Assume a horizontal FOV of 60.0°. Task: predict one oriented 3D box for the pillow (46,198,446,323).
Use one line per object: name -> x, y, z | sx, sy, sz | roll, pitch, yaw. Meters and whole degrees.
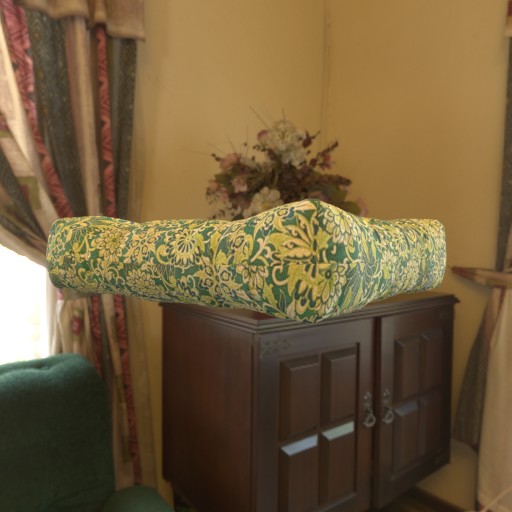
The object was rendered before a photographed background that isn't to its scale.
pillow -> 0.000, 0.000, 0.718 | 0.490, 0.128, 0.468 | 1, 2, 36
